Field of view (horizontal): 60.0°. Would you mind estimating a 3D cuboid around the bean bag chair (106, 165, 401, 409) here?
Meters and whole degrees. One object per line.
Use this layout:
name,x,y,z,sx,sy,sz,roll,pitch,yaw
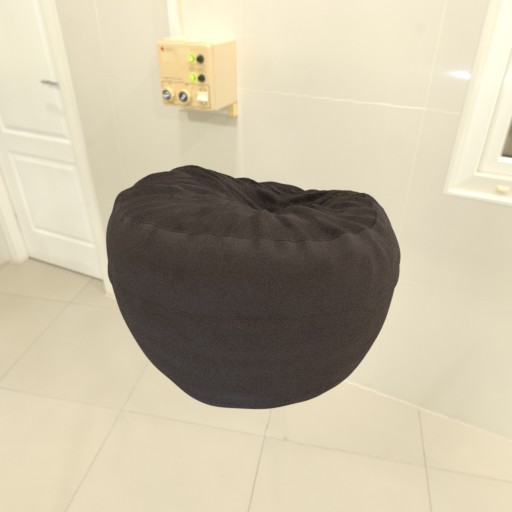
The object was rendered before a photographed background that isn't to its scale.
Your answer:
bean bag chair,0.000,0.000,2.006,1.245,0.821,1.245,0,33,0
